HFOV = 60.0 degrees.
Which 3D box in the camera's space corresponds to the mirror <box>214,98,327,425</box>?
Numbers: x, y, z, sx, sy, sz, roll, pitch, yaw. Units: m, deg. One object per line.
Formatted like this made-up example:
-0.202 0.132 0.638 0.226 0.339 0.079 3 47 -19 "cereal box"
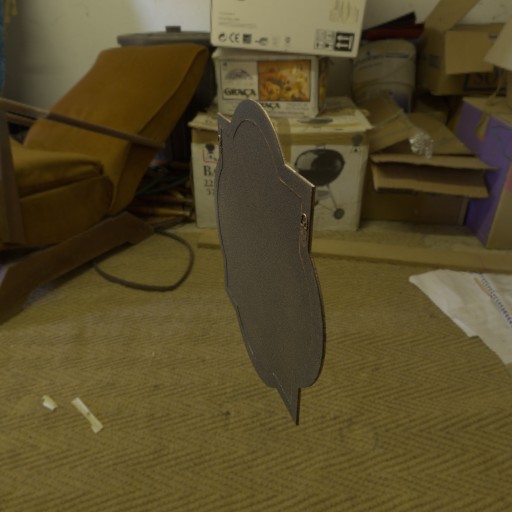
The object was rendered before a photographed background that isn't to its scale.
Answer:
0.000 0.000 1.044 0.019 0.686 0.686 -10 32 -17 "mirror"
